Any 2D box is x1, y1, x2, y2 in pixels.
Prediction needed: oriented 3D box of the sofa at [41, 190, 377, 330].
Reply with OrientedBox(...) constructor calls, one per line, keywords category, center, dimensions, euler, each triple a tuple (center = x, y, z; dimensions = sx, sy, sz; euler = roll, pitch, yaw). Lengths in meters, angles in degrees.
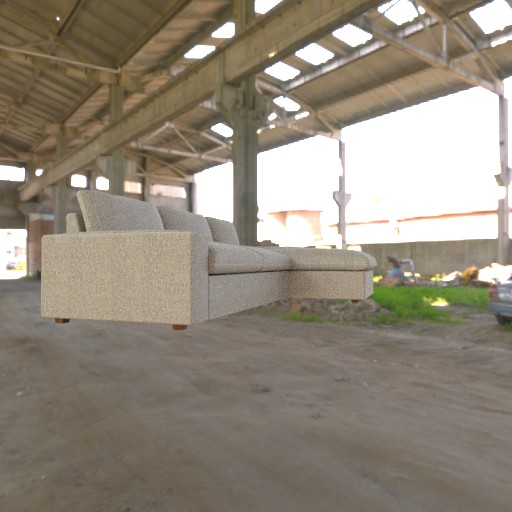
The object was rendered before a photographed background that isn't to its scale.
OrientedBox(category="sofa", center=(0.000, 0.000, 3.566), dimensions=(1.689, 0.813, 2.718), euler=(0, -1, 19))
